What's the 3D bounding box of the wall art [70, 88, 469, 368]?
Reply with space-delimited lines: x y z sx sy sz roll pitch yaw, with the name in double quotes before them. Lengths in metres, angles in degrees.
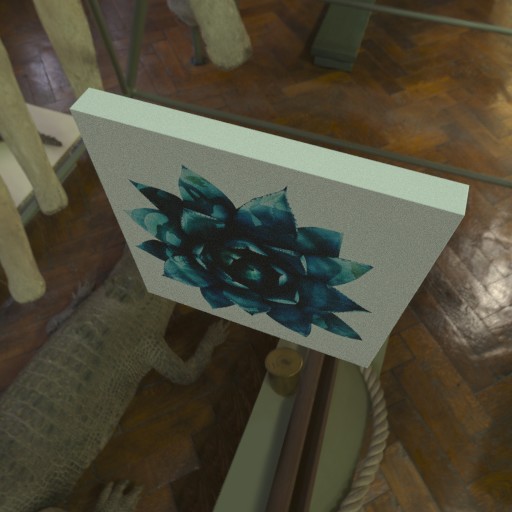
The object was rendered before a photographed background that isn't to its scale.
"wall art" 0.000 0.000 0.609 0.406 0.406 0.038 17 59 11
